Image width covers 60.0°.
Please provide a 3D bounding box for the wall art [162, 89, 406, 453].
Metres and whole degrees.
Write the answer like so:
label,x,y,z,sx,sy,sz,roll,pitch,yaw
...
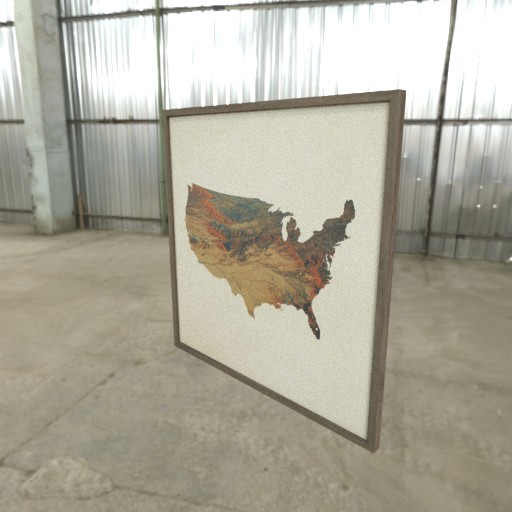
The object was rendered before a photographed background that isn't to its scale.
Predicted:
label,x,y,z,sx,sy,sz,roll,pitch,yaw
wall art,0.000,0.000,0.771,0.016,0.507,0.508,-14,20,-43
